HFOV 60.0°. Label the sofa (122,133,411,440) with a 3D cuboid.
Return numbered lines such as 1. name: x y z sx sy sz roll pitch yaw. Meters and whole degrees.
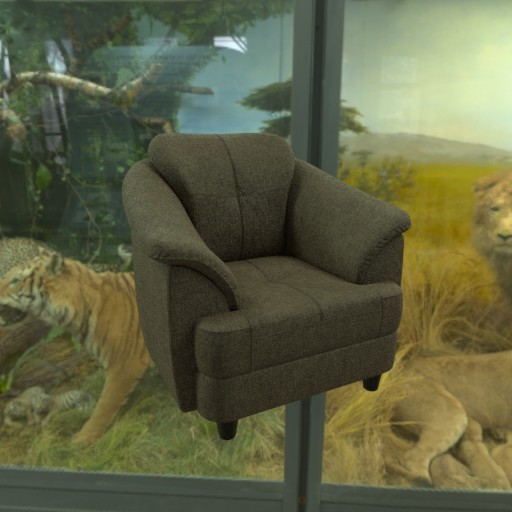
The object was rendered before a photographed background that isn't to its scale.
1. sofa: 0.000 0.000 1.524 0.870 0.811 0.794 -8 18 -26
